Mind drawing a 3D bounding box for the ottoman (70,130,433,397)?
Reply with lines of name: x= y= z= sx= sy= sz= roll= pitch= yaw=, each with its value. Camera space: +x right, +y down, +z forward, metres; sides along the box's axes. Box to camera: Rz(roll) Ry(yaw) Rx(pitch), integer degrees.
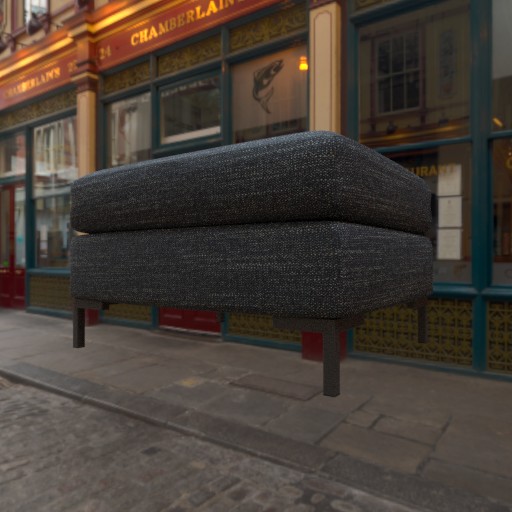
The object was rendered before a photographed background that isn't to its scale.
ottoman: x=0.000 y=0.000 z=1.229 sx=0.814 sy=0.491 sz=0.667 roll=0 pitch=-1 yaw=35
